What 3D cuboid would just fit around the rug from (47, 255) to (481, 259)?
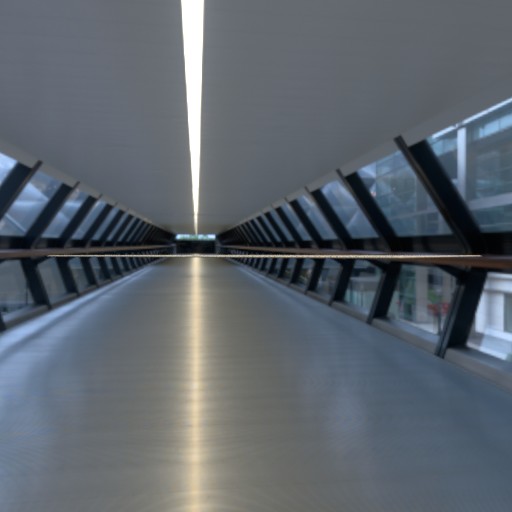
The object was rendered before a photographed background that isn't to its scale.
[{"bbox_3d":[0.000,0.000,2.941,2.448,0.008,1.541,0,0,37],"label":"rug"}]
